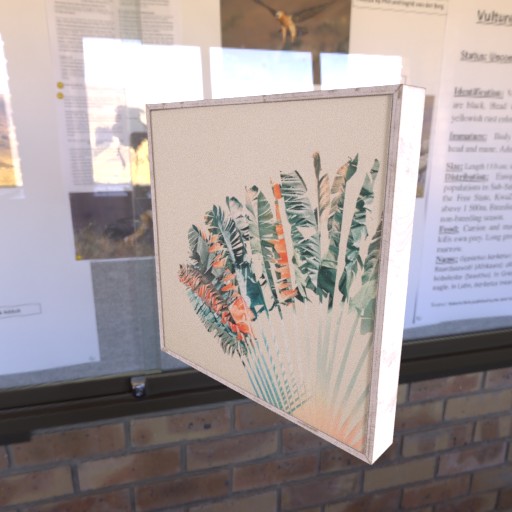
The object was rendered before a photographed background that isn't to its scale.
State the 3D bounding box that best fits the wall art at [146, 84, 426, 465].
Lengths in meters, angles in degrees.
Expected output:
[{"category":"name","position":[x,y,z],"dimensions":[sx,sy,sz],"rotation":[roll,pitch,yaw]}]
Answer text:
[{"category":"wall art","position":[0.000,0.000,0.450],"dimensions":[0.305,0.303,0.038],"rotation":[14,21,41]}]
